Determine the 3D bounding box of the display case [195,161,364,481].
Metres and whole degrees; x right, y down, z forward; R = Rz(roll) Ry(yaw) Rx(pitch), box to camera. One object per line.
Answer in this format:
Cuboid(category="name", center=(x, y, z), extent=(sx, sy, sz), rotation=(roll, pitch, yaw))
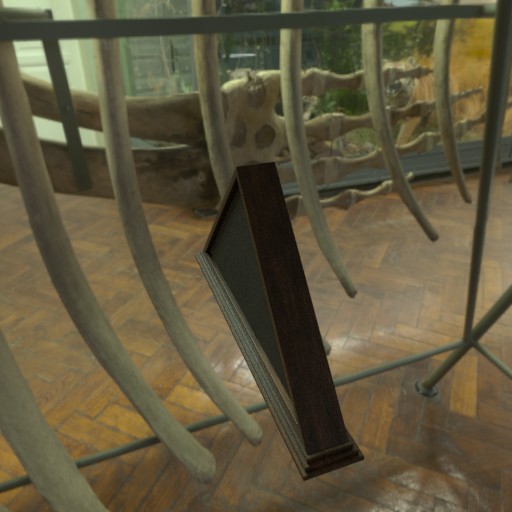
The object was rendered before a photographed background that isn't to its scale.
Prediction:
Cuboid(category="display case", center=(0.000, 0.000, 0.791), extent=(0.095, 0.340, 0.640), rotation=(-10, 32, -17))
